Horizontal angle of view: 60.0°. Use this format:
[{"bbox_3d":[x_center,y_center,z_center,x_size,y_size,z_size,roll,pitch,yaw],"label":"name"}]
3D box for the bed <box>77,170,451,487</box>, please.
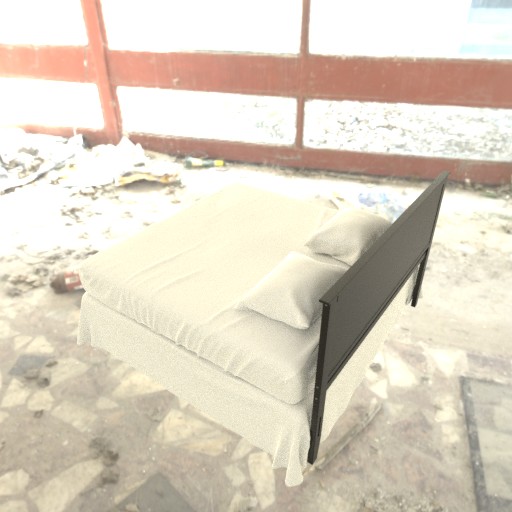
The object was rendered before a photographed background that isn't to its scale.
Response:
[{"bbox_3d":[0.000,0.000,3.556,2.219,1.271,2.315,21,37,29],"label":"bed"}]
